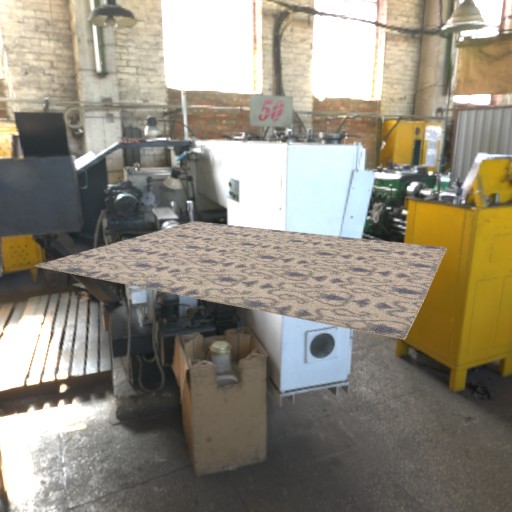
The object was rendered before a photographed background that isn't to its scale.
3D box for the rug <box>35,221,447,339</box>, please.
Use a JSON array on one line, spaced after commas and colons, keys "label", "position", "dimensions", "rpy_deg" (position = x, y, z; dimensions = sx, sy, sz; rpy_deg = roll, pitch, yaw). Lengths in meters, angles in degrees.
[{"label": "rug", "position": [0.000, 0.000, 4.275], "dimensions": [3.205, 0.015, 2.437], "rpy_deg": [8, 17, 27]}]
